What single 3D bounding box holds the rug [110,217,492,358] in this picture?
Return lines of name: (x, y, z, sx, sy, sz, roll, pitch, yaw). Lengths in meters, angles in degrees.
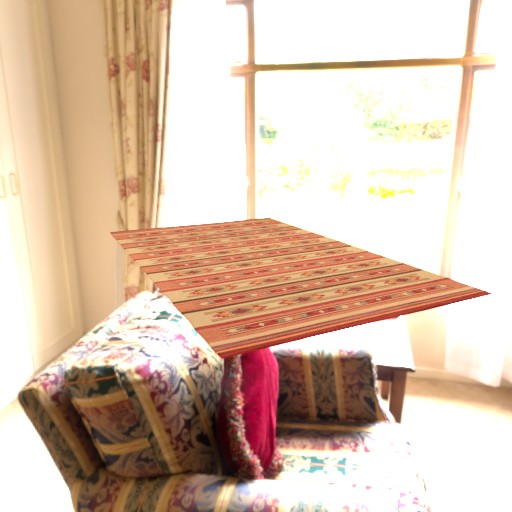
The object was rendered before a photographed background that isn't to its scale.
rug: (0.000, 0.000, 3.017, 1.535, 0.010, 2.431, -8, 17, -26)
